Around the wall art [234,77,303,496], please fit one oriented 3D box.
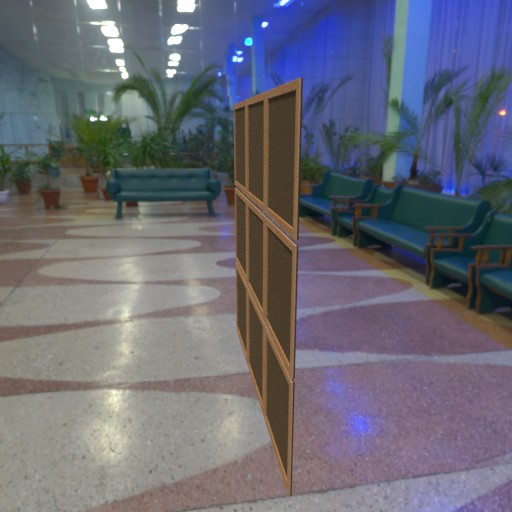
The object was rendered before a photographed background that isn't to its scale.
[{"bbox_3d":[0.000,0.000,2.240,0.013,1.525,1.520,-3,16,-10],"label":"wall art"}]
